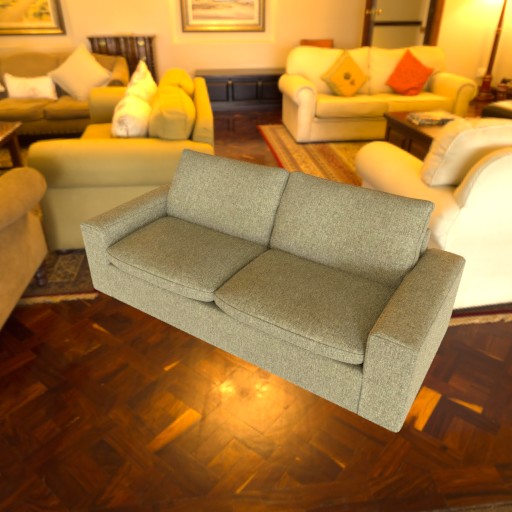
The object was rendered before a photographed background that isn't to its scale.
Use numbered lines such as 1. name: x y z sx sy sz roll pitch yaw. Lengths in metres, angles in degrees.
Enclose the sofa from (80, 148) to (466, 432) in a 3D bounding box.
1. sofa: 0.000 0.000 2.846 2.299 0.922 1.040 19 35 29
